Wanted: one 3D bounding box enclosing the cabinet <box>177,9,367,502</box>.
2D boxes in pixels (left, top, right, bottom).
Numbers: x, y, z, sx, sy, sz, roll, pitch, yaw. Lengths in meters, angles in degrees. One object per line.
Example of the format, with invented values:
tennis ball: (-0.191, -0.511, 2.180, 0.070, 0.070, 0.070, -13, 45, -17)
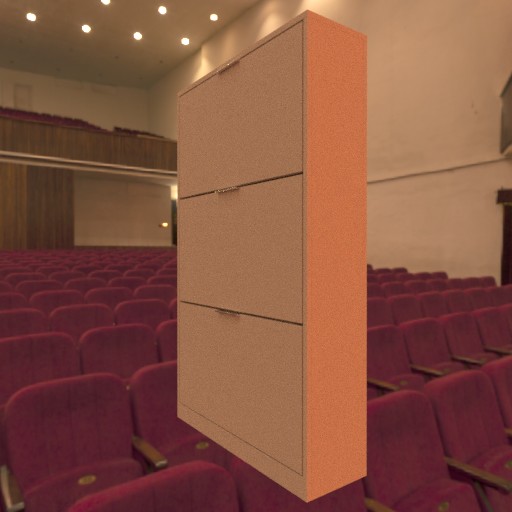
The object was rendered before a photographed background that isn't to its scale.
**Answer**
cabinet: (0.000, 0.000, 1.518, 0.250, 1.280, 0.750, 0, 1, -36)
